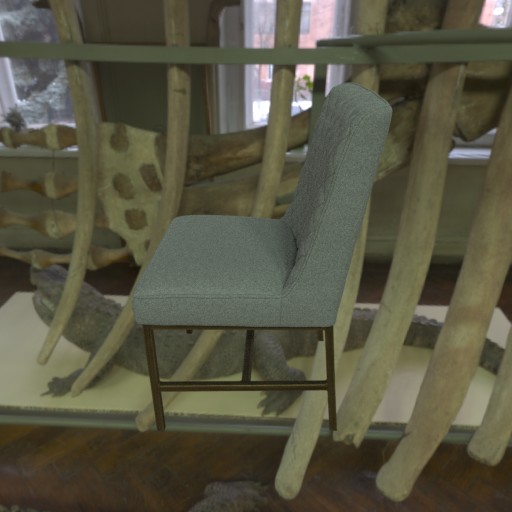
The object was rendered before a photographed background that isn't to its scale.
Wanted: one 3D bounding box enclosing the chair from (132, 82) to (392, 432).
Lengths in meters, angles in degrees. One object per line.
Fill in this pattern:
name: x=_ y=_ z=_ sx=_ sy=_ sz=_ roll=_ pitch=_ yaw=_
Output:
chair: x=0.000 y=0.000 z=1.262 sx=0.587 sy=0.889 sz=0.508 roll=1 pitch=27 yaw=2
